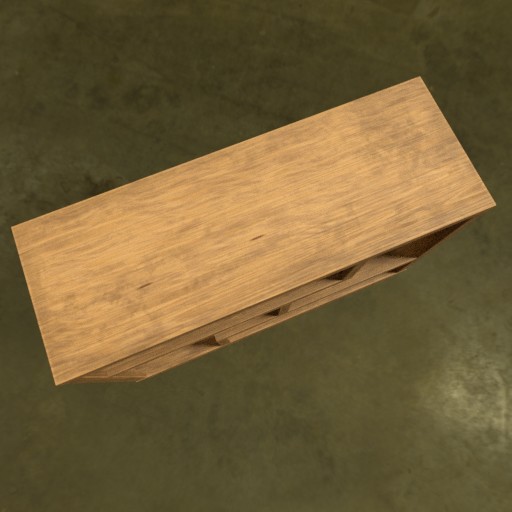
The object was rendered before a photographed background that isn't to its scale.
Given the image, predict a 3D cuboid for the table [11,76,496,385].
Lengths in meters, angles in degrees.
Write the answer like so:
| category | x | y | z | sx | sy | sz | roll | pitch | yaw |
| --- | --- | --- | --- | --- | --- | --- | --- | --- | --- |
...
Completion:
| category | x | y | z | sx | sy | sz | roll | pitch | yaw |
| --- | --- | --- | --- | --- | --- | --- | --- | --- | --- |
| table | 0.000 | 0.000 | 1.482 | 1.151 | 0.771 | 0.410 | -22 | 76 | -6 |
